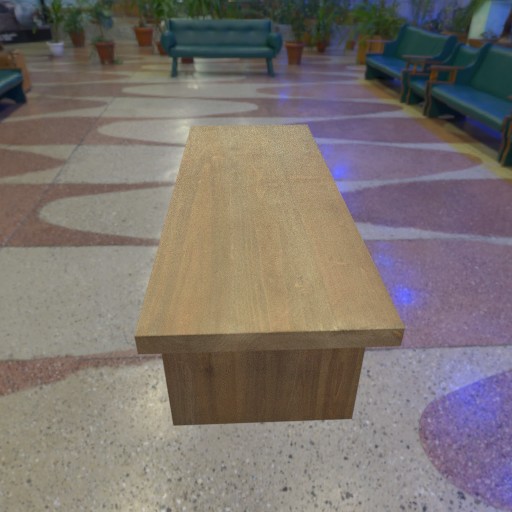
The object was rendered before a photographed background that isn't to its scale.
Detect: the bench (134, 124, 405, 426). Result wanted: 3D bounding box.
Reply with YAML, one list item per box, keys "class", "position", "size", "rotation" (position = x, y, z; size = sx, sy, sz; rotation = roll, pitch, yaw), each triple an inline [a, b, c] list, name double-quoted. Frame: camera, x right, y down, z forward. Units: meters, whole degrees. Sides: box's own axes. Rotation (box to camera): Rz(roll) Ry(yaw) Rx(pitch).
- class: "bench"
  position: [0.000, 0.000, 1.367]
  size: [0.458, 0.458, 1.183]
  rotation: [-1, 33, -2]
